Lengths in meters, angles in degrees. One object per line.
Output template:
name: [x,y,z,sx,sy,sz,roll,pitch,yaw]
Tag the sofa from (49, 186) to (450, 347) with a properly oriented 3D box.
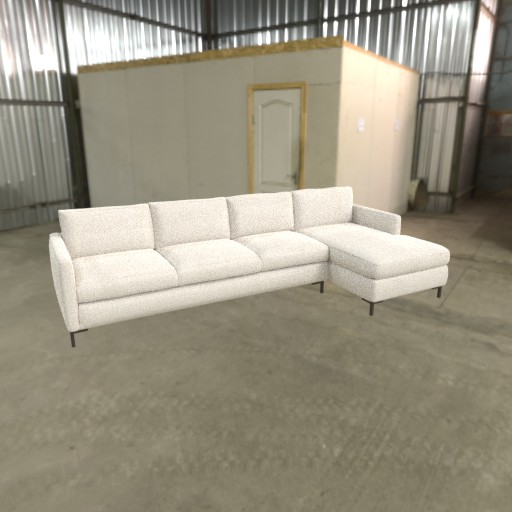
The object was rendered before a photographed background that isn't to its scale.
sofa: [0.000,0.000,2.944,2.445,0.677,1.126,-9,19,-27]
